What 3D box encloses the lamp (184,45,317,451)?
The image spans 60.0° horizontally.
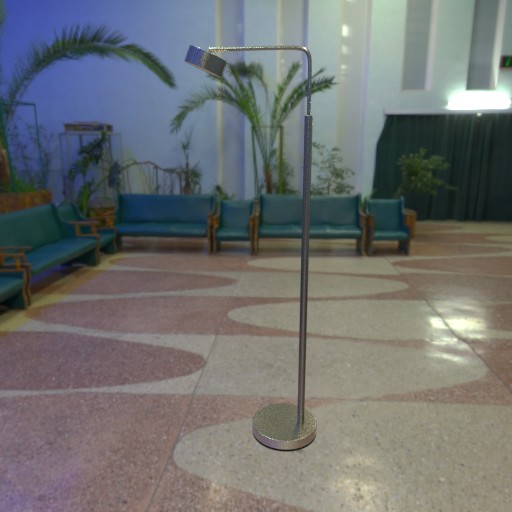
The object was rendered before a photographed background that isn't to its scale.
[{"bbox_3d":[0.000,0.000,1.418,0.421,1.250,0.222,2,13,8],"label":"lamp"}]
